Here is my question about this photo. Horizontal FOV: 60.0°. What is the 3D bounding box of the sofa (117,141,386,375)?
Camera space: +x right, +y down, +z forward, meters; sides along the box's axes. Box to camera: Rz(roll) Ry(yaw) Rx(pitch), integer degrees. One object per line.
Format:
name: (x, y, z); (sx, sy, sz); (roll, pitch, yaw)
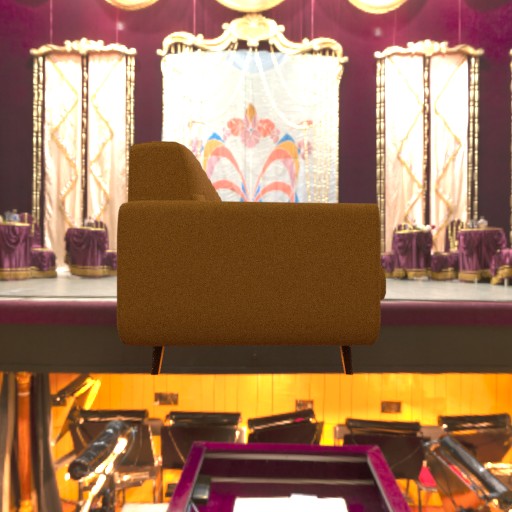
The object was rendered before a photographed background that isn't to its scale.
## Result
sofa: (0.000, 0.000, 2.434); (0.909, 0.841, 2.029); (0, 0, 0)
